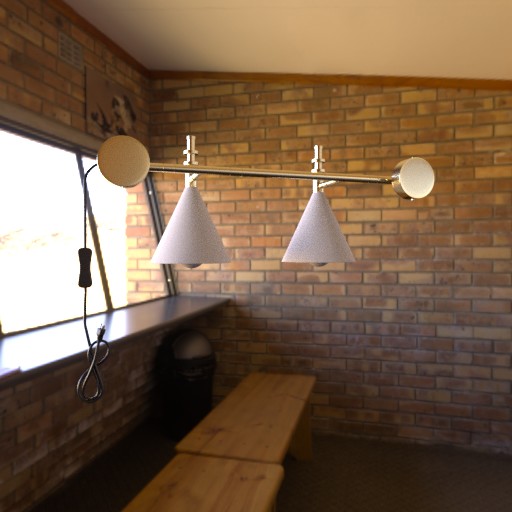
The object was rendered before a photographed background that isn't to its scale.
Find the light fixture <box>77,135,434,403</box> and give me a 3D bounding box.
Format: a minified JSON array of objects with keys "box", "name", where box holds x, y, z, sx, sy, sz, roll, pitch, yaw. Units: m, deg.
[{"box":[0.000,0.000,0.868,0.642,0.468,0.239,0,1,-17],"name":"light fixture"}]
